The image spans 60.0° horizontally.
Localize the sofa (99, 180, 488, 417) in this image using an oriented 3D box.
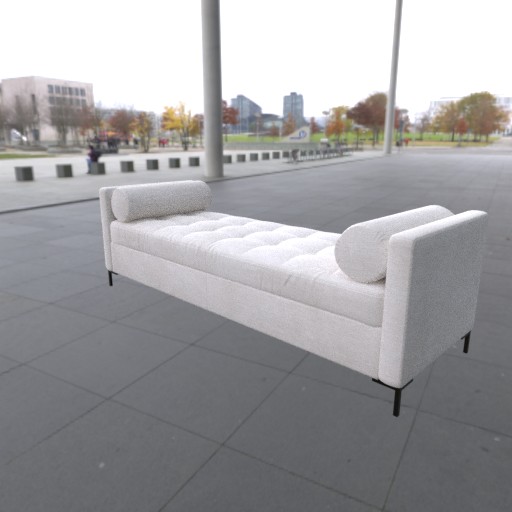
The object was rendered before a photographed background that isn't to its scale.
[{"bbox_3d":[0.000,0.000,2.300,1.981,0.635,0.686,14,20,42],"label":"sofa"}]
